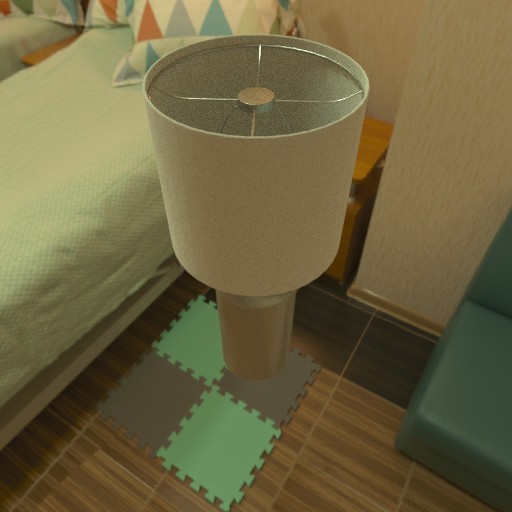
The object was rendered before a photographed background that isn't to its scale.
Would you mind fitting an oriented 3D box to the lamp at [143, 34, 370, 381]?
[{"bbox_3d":[0.000,0.000,0.598,0.212,0.493,0.212,2,47,2],"label":"lamp"}]
